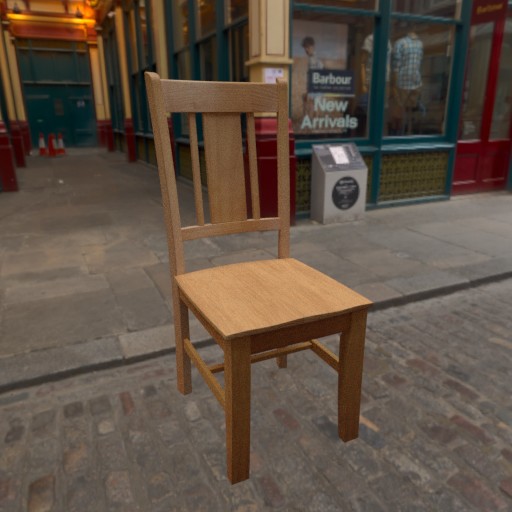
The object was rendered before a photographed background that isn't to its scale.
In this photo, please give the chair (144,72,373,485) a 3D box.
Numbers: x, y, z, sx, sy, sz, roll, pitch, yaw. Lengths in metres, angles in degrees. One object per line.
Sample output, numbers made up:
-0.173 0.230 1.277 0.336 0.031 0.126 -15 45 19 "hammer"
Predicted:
0.000 0.000 1.269 0.450 0.998 0.556 -8 20 -24 "chair"
